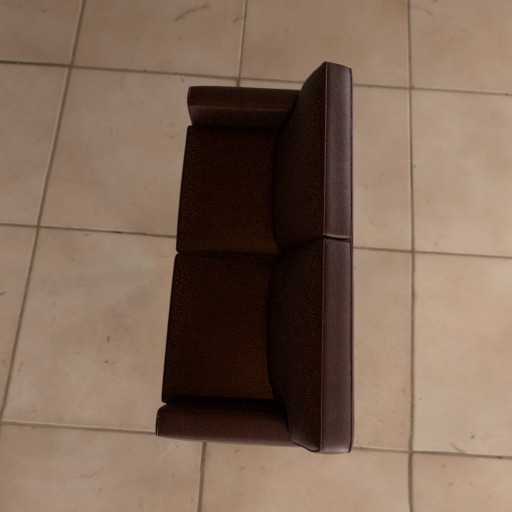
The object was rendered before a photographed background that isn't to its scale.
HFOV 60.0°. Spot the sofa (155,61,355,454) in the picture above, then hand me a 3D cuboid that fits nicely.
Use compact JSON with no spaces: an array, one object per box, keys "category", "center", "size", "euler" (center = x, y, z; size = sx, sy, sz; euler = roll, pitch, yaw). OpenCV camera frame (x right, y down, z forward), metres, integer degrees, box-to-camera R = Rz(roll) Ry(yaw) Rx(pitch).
[{"category":"sofa","center":[0.000,0.000,2.389],"size":[0.912,0.928,1.876],"euler":[3,76,1]}]
